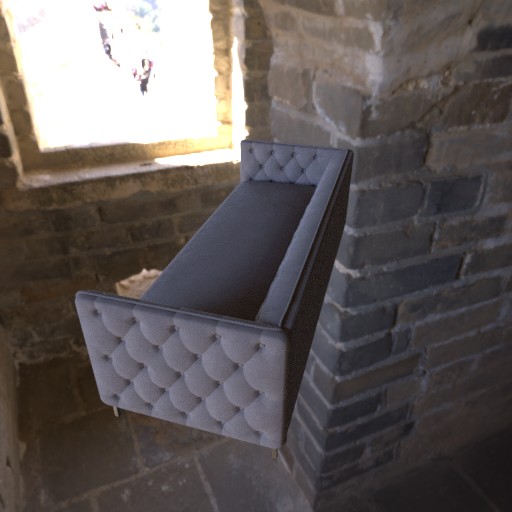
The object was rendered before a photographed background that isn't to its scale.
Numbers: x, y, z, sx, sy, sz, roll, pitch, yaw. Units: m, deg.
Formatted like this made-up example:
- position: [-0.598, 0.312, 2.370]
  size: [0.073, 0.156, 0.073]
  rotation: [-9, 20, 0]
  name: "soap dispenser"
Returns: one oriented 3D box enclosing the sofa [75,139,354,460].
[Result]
- position: [0.000, 0.000, 2.710]
  size: [0.895, 0.771, 2.209]
  rotation: [9, 33, 14]
  name: "sofa"
